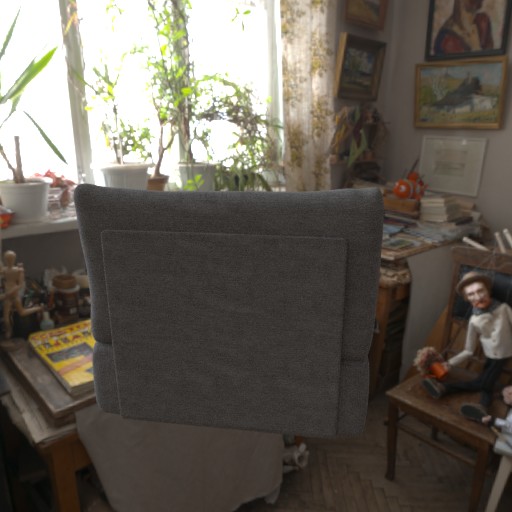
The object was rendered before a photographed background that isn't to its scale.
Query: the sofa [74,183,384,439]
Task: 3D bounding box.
[{"bbox_3d":[0.000,0.000,2.022,0.930,0.820,1.450,2,17,8],"label":"sofa"}]
